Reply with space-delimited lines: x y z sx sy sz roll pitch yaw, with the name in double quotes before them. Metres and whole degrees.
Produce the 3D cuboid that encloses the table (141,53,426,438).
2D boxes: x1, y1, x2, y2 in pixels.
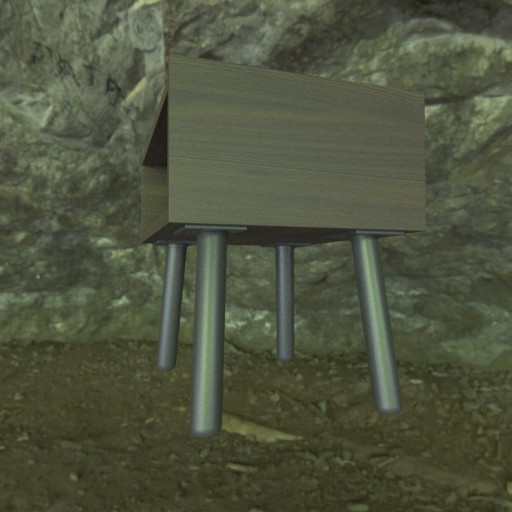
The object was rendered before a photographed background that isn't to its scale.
"table" 0.000 0.000 0.797 0.370 0.470 0.450 1 -2 -19
